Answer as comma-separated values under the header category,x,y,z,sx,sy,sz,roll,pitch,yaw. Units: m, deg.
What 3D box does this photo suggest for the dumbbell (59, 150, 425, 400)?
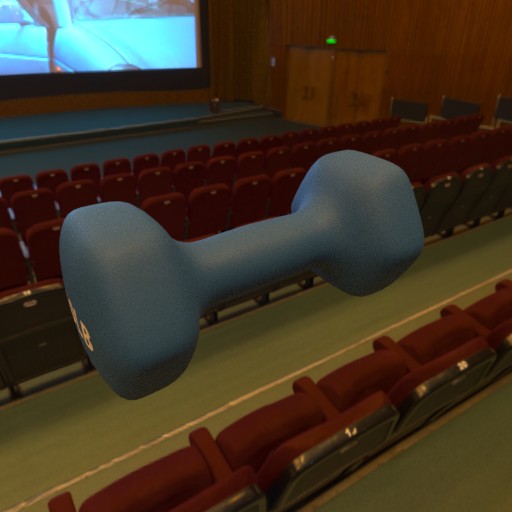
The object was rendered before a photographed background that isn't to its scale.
category,x,y,z,sx,sy,sz,roll,pitch,yaw
dumbbell,0.000,0.000,0.266,0.212,0.093,0.103,-18,34,-28
